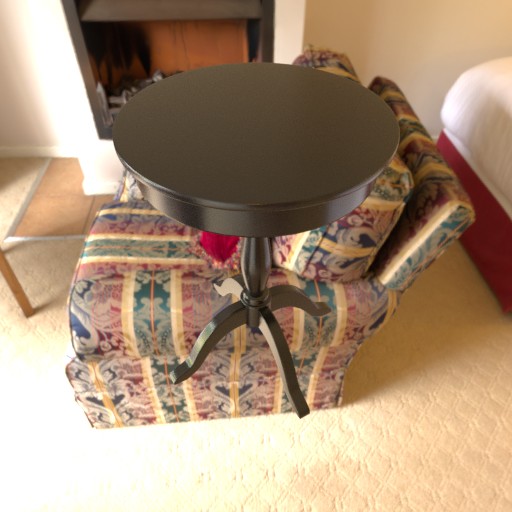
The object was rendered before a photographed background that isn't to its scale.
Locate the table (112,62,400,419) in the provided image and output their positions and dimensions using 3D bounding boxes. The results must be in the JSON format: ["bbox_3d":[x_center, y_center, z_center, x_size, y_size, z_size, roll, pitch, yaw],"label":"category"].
[{"bbox_3d":[0.000,0.000,0.985,0.481,0.665,0.481,0,45,0],"label":"table"}]
